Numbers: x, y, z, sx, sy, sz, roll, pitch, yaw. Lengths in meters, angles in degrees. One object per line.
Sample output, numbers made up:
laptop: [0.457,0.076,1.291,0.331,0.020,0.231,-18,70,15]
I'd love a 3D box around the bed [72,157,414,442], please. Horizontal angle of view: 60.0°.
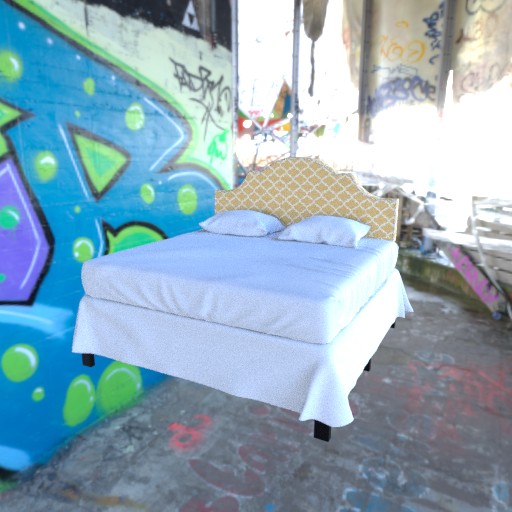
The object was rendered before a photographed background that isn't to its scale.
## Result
bed: [0.000,0.000,3.730,2.314,1.601,2.222,7,15,27]
